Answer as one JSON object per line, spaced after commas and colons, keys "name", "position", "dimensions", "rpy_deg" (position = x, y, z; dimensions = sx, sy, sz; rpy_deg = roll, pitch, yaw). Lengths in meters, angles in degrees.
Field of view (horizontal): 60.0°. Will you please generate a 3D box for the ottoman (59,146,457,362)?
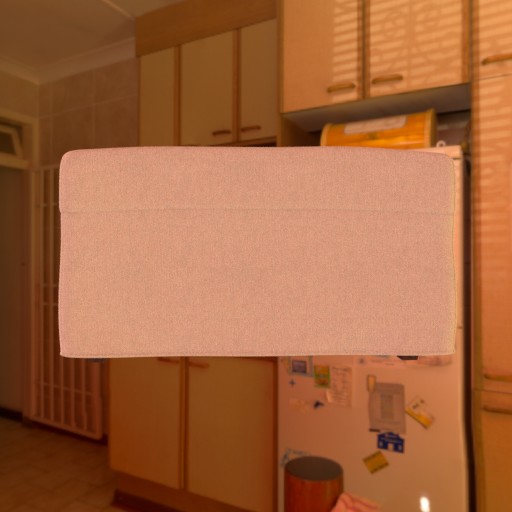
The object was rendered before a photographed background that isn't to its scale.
{"name": "ottoman", "position": [0.000, 0.000, 1.227], "dimensions": [0.833, 0.461, 0.648], "rpy_deg": [0, 0, -2]}
